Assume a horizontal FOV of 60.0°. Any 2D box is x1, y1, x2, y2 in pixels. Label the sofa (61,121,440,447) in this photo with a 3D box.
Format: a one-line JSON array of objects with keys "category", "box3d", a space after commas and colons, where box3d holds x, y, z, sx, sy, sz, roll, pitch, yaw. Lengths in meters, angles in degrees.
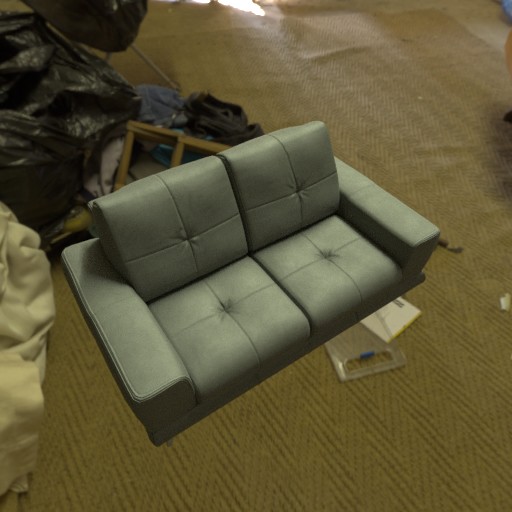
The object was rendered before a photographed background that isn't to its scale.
[{"category": "sofa", "box3d": [0.000, 0.000, 2.377, 1.806, 0.907, 1.018, -26, 51, -23]}]
